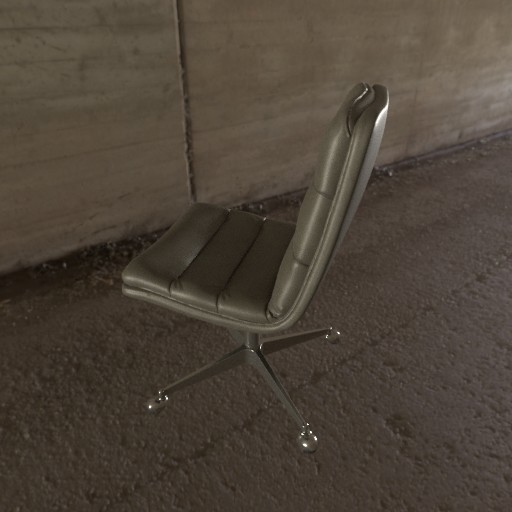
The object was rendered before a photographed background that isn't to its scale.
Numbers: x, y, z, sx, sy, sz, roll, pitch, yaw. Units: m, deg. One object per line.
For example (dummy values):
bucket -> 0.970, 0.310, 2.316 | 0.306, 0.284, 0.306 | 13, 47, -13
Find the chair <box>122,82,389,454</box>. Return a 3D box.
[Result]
chair -> 0.000, 0.000, 1.012 | 0.485, 0.738, 0.422 | 8, 31, 14
